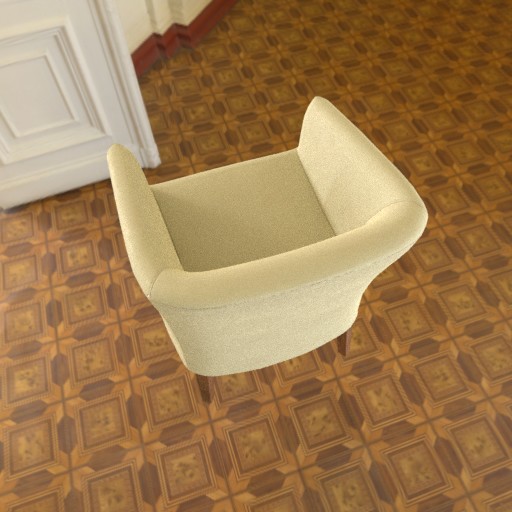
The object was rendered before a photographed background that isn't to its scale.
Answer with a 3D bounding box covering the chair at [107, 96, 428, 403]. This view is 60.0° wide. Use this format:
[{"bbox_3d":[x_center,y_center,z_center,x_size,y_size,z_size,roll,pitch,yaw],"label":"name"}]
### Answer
[{"bbox_3d":[0.000,0.000,1.292,0.643,0.822,0.657,-16,59,-10],"label":"chair"}]
